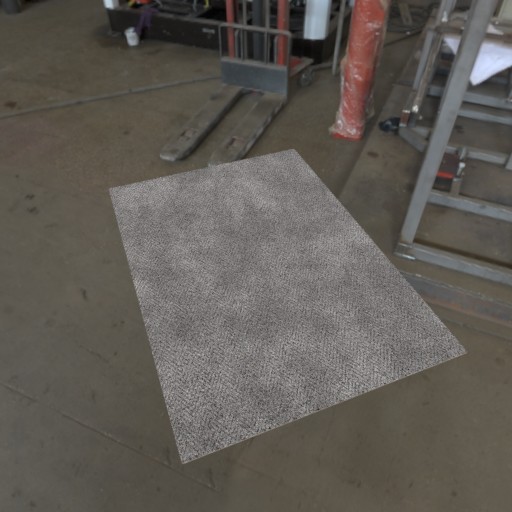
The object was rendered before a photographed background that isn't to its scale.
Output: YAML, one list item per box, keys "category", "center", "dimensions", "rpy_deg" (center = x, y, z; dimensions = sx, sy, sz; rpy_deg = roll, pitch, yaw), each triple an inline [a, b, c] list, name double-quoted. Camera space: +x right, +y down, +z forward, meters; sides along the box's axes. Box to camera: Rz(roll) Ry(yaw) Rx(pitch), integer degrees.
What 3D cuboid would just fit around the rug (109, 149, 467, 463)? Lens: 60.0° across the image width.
- category: "rug"
  center: [0.000, 0.000, 2.946]
  dimensions: [1.600, 0.008, 2.235]
  rpy_deg: [-16, 47, -15]
